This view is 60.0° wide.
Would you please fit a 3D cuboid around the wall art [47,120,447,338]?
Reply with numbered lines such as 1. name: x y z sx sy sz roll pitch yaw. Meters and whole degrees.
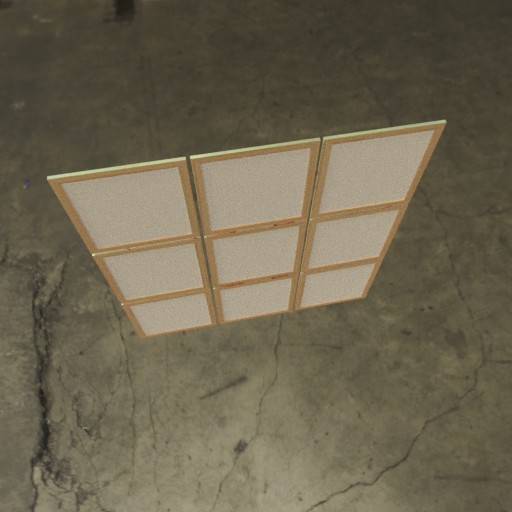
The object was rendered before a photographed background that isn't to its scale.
1. wall art: 0.000 0.000 1.843 1.214 1.219 0.013 -10 59 -6
